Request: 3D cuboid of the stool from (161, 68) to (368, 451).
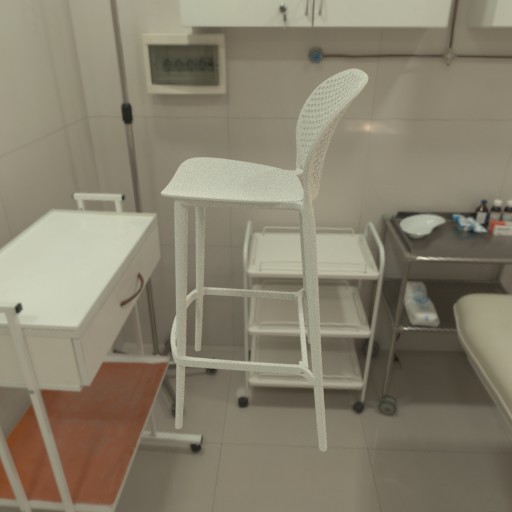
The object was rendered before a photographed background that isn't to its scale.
[{"bbox_3d":[0.000,0.000,1.345,0.535,1.045,0.536,1,27,2],"label":"stool"}]
